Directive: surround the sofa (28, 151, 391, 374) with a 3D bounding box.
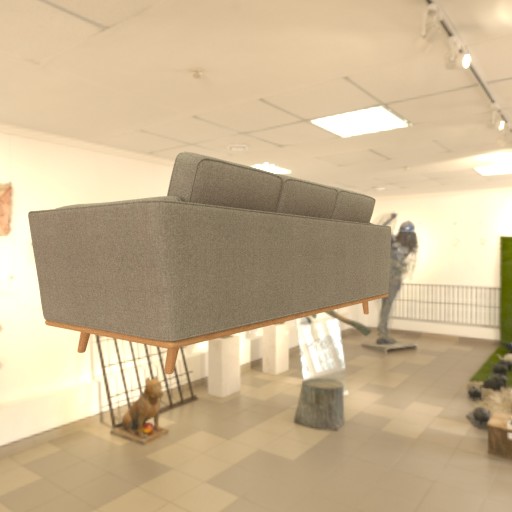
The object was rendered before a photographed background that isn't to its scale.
[{"bbox_3d":[0.000,0.000,2.720,0.903,0.899,2.362,1,1,36],"label":"sofa"}]
